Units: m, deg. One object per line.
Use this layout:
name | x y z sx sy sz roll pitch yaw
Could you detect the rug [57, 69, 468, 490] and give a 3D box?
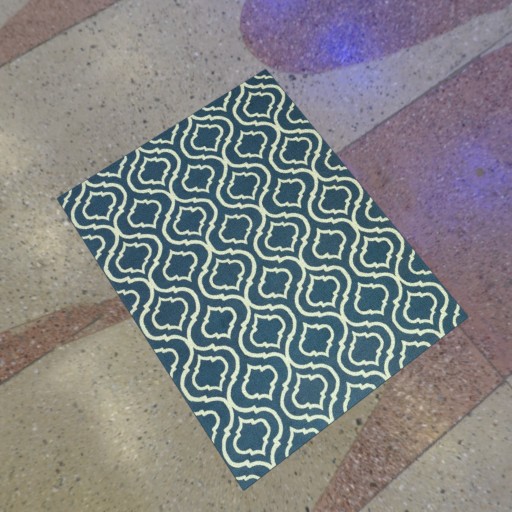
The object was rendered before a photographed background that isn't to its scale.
rug | 0.000 0.000 3.783 2.270 0.020 2.881 -35 79 -8
